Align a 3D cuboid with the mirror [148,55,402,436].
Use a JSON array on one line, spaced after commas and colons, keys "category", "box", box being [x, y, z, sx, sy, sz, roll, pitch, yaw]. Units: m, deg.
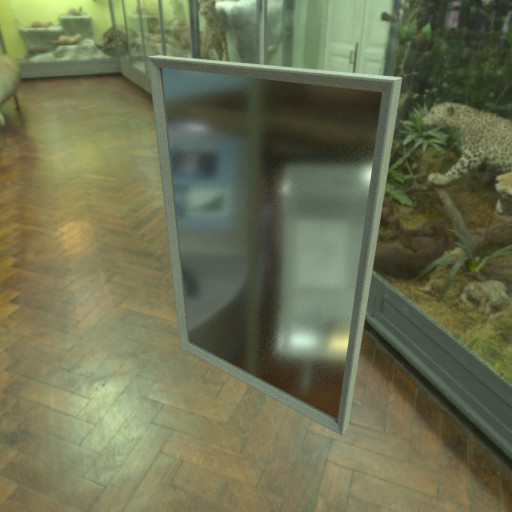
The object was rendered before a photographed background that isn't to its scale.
[{"category": "mirror", "box": [0.000, 0.000, 1.149, 0.609, 0.915, 0.041, 20, 35, 30]}]
